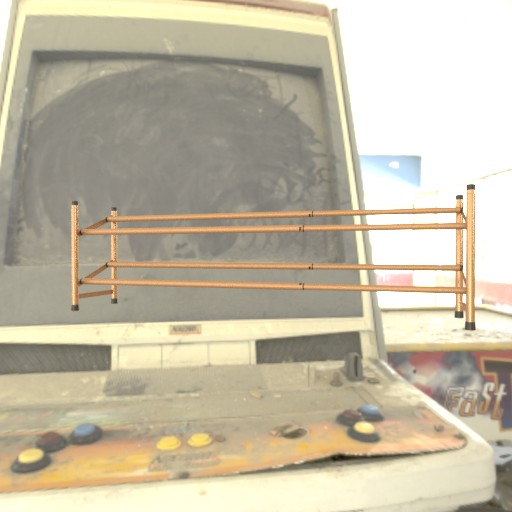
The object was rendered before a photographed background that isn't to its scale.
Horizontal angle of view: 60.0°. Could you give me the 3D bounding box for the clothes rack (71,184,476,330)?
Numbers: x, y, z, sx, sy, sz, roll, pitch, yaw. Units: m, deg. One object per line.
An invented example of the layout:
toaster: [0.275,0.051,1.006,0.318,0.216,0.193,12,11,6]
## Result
clothes rack: [0.000,0.000,1.334,1.168,0.349,0.229,0,1,18]
